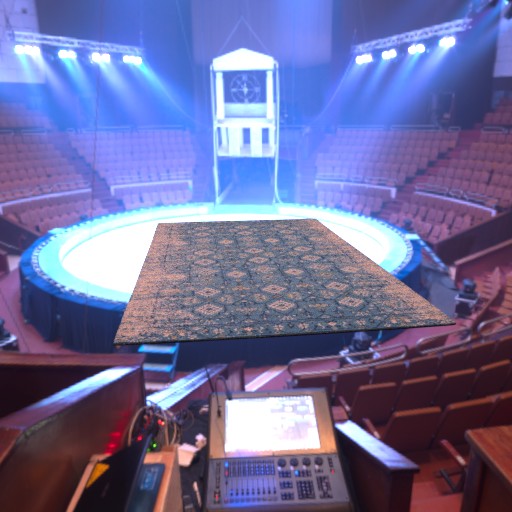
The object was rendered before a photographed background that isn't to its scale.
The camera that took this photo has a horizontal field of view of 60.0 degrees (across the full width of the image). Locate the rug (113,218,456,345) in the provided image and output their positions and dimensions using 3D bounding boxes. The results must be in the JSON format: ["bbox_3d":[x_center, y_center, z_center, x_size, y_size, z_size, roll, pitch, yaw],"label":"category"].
[{"bbox_3d":[0.000,0.000,2.230,1.102,0.008,1.795,-2,16,-7],"label":"rug"}]
